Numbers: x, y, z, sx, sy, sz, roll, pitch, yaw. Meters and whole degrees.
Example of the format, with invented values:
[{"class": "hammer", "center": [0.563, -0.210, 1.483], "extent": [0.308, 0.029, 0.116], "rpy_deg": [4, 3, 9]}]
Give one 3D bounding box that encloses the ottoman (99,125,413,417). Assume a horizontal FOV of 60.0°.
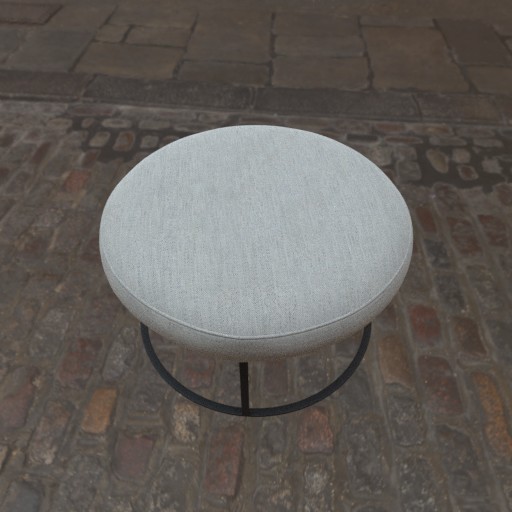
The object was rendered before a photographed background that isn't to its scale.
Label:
[{"class": "ottoman", "center": [0.000, 0.000, 1.213], "extent": [0.769, 0.459, 0.769], "rpy_deg": [0, 46, 0]}]
